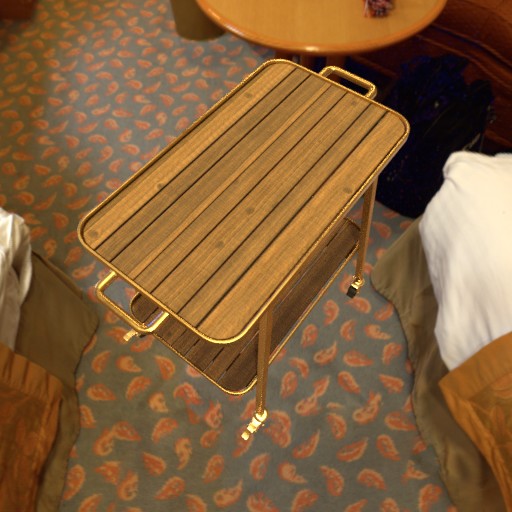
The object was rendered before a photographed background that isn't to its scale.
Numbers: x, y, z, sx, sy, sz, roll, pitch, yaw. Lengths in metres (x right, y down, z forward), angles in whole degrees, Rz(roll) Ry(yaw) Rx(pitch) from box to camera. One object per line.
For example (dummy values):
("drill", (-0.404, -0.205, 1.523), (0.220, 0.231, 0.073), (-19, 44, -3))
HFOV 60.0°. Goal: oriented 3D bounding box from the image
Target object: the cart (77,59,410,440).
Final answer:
("cart", (0.000, 0.000, 1.238), (0.524, 0.700, 0.806), (34, 65, 18))
